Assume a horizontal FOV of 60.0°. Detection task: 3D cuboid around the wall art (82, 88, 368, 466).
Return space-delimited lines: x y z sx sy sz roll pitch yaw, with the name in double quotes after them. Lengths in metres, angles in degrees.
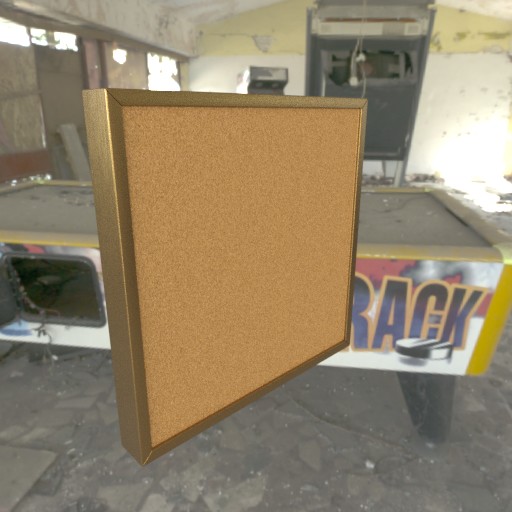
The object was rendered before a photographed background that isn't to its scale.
0.000 0.000 0.446 0.305 0.305 0.037 -16 24 -41 "wall art"
